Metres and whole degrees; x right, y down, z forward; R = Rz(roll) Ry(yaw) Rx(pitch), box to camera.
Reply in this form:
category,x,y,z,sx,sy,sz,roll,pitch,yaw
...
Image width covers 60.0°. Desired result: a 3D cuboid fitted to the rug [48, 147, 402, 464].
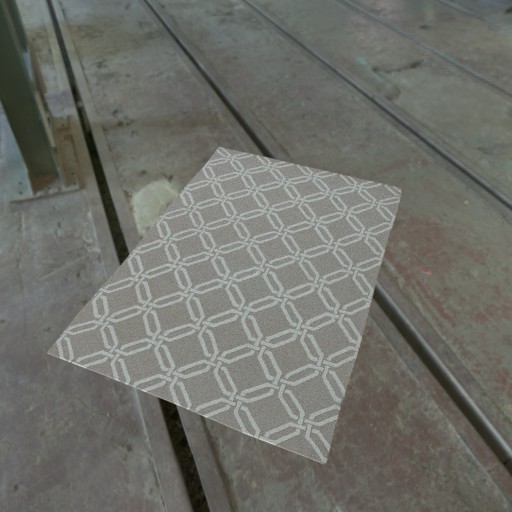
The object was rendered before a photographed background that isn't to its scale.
category,x,y,z,sx,sy,sz,roll,pitch,yaw
rug,0.000,0.000,2.813,1.524,0.013,2.135,16,48,15
